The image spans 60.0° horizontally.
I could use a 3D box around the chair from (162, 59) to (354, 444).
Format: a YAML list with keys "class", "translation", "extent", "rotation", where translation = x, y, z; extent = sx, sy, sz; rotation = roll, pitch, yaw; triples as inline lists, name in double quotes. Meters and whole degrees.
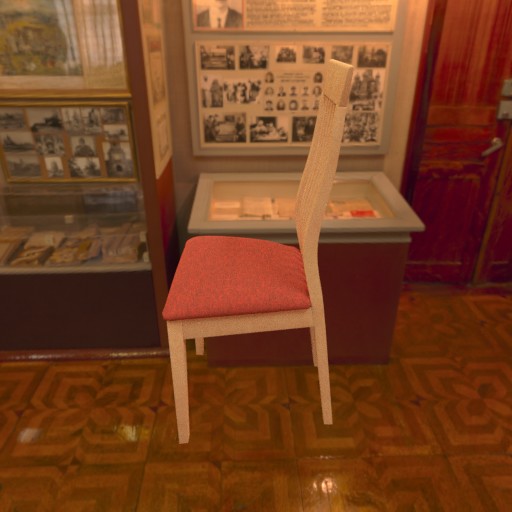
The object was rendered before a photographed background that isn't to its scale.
- class: "chair"
  translation: [0.000, 0.000, 1.280]
  extent: [0.474, 1.027, 0.460]
  rotation: [0, 27, 0]
